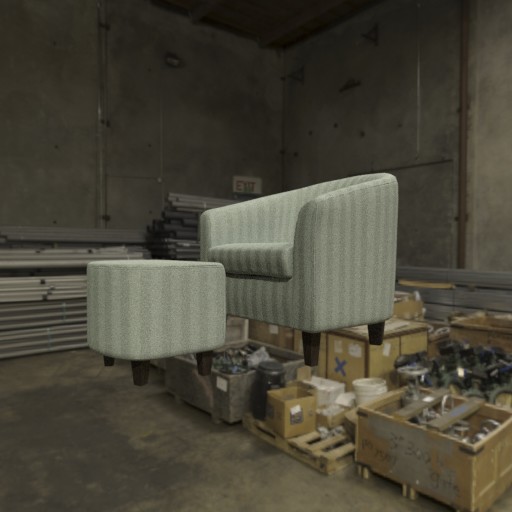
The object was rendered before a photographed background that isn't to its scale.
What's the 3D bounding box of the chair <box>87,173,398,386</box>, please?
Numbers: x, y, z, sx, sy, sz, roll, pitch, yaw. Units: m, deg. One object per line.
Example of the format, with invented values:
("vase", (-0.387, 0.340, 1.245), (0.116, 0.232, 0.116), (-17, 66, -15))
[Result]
("chair", (0.000, 0.000, 1.760), (1.288, 0.757, 0.756), (-1, 1, -37))
